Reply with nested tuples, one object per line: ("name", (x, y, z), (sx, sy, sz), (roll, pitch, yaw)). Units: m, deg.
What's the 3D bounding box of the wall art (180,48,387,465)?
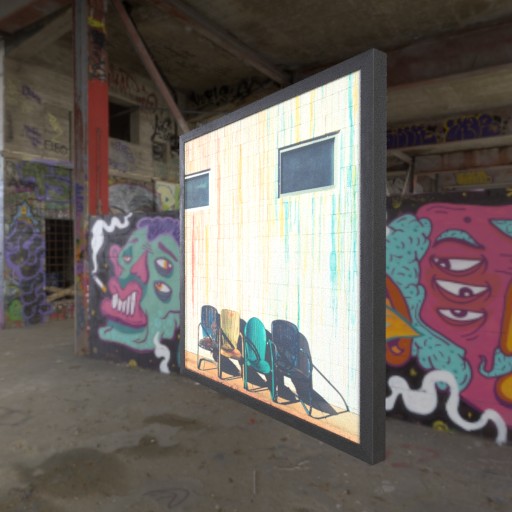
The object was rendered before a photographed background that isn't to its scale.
("wall art", (0.000, 0.000, 1.125), (0.039, 0.763, 0.763), (0, 1, -37))
